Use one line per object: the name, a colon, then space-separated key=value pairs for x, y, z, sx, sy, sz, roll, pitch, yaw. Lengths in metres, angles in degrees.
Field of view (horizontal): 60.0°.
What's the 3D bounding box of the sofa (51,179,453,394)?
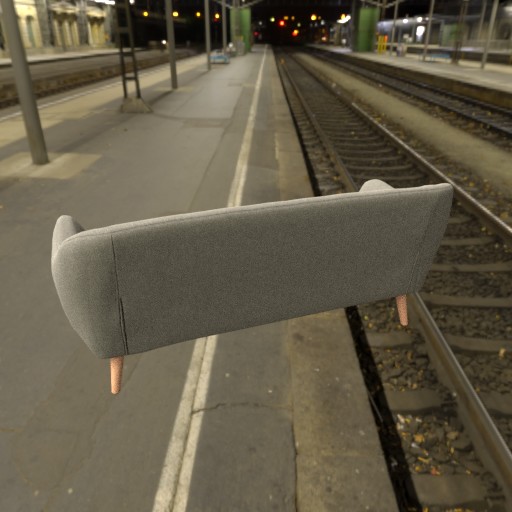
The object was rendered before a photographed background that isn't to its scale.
sofa: x=0.000 y=0.000 z=2.203 sx=1.840 sy=0.820 sz=0.820 roll=-9 pitch=28 yaw=-18
